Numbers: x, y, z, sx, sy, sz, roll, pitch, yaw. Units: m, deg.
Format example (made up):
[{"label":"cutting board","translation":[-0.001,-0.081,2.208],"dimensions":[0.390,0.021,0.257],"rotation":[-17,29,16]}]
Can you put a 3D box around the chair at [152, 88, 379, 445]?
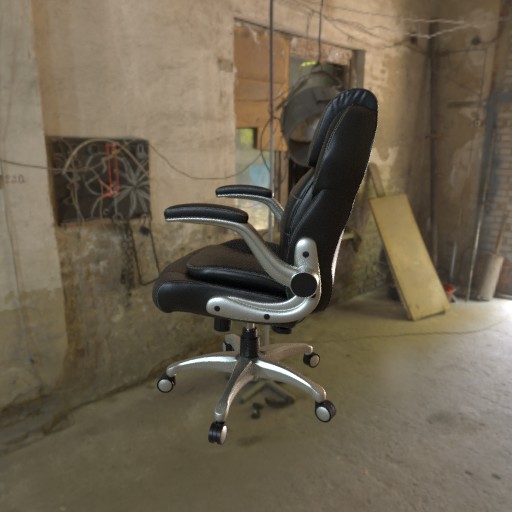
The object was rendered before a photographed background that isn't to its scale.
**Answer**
[{"label":"chair","translation":[0.000,0.000,1.660],"dimensions":[0.801,1.141,0.724],"rotation":[2,14,9]}]
